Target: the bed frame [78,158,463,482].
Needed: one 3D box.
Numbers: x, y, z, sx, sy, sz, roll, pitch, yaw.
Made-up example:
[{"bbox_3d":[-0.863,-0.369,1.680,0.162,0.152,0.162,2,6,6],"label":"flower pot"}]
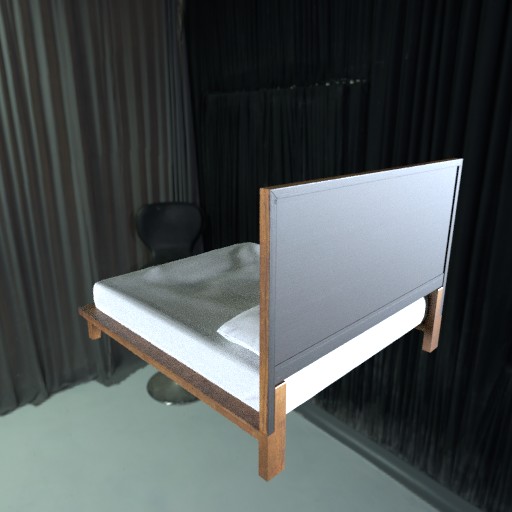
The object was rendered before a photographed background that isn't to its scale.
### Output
[{"bbox_3d":[0.000,0.000,3.537,2.038,1.537,2.235,-17,24,-42],"label":"bed frame"}]
